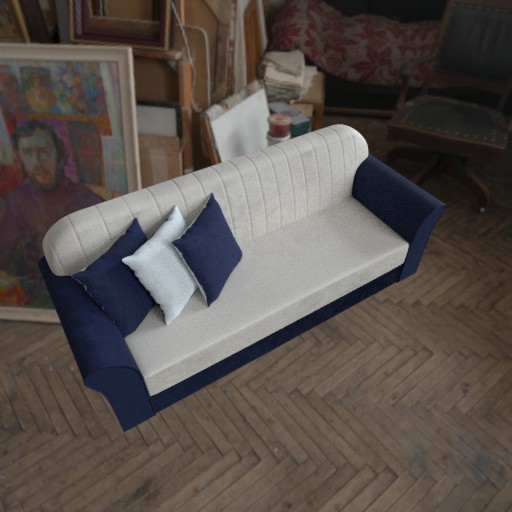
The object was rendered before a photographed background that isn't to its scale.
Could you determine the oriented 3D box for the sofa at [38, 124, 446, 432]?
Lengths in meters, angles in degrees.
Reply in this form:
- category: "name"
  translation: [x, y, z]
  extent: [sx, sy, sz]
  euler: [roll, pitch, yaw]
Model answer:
- category: "sofa"
  translation: [0.000, 0.000, 2.392]
  extent: [2.006, 0.789, 0.749]
  euler: [-24, 49, -22]
